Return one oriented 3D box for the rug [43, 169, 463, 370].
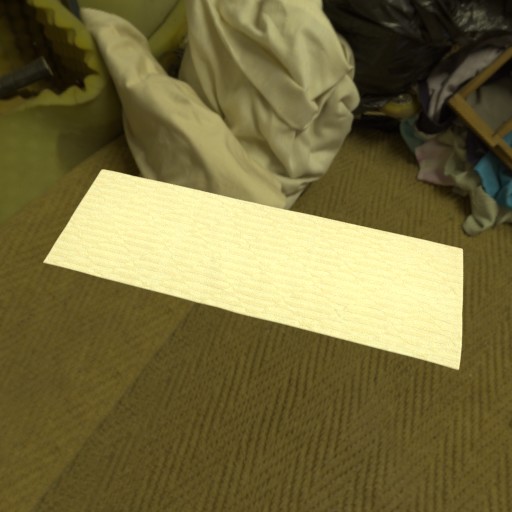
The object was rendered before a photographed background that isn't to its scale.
[{"bbox_3d":[0.000,0.000,2.700,2.450,0.014,0.793,13,59,8],"label":"rug"}]
